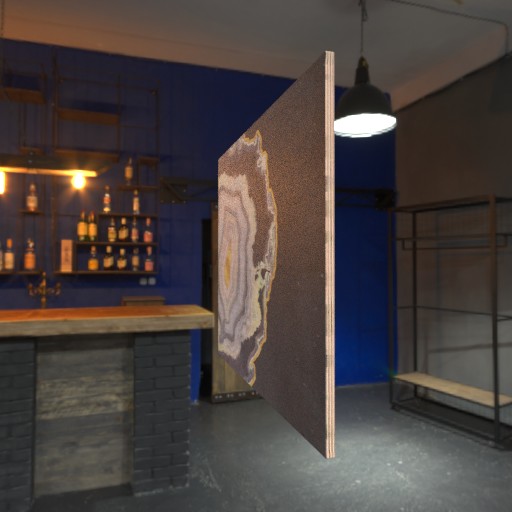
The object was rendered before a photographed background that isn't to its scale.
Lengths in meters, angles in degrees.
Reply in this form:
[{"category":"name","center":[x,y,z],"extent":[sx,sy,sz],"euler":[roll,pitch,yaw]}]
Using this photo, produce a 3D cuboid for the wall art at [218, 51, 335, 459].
[{"category":"wall art","center":[0.000,0.000,0.687],"extent":[0.010,0.408,0.508],"euler":[0,0,-17]}]
